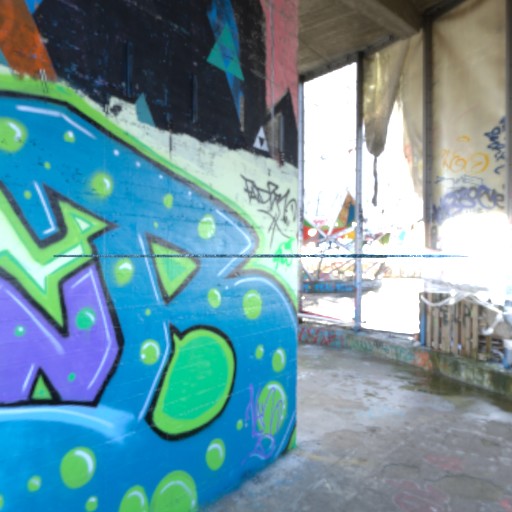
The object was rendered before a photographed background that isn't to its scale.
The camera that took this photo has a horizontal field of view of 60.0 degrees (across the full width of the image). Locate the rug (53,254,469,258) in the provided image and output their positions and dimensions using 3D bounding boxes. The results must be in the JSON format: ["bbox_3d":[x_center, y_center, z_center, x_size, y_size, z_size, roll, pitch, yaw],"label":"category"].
[{"bbox_3d":[0.000,0.000,2.893,2.277,0.015,1.490,0,0,36],"label":"rug"}]
